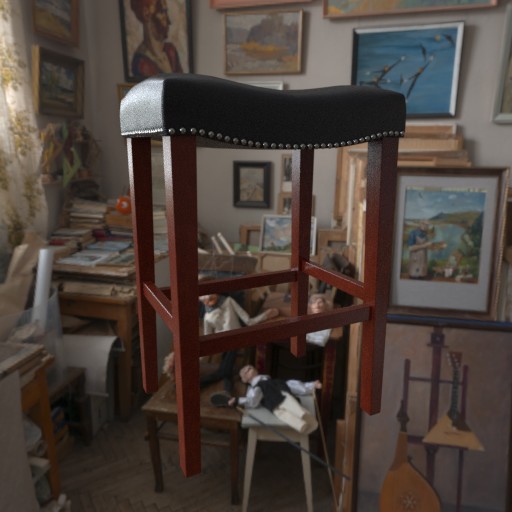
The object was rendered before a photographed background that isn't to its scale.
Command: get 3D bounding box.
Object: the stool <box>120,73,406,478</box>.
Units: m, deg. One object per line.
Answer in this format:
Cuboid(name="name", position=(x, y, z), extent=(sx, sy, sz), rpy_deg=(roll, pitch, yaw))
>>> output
Cuboid(name="stool", position=(0.000, 0.000, 1.014), extent=(0.504, 0.742, 0.372), rpy_deg=(-7, 16, -26))
